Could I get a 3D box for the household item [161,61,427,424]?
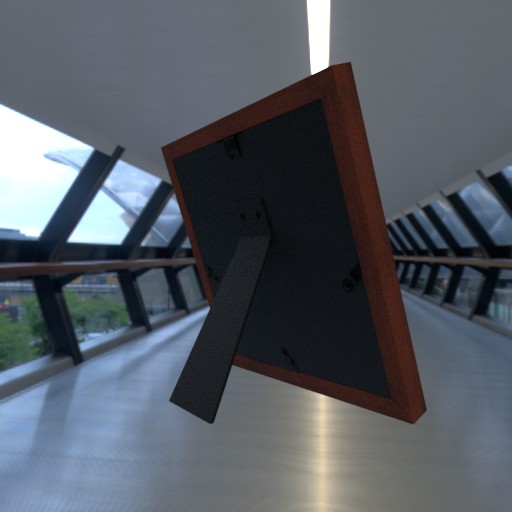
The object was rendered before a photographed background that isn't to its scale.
[{"bbox_3d":[0.000,0.000,0.381,0.131,0.240,0.240,1,-1,-37],"label":"household item"}]
